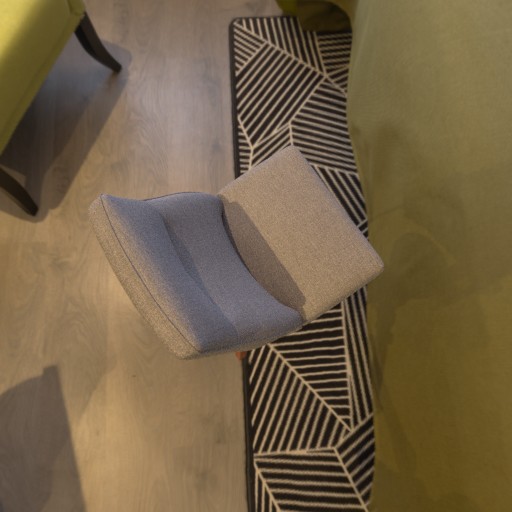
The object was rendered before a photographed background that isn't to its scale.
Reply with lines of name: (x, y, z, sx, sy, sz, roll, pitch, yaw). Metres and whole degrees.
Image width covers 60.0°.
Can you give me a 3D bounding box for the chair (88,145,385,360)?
chair: (0.000, 0.000, 1.316, 0.620, 0.930, 0.500, -33, 78, -8)
